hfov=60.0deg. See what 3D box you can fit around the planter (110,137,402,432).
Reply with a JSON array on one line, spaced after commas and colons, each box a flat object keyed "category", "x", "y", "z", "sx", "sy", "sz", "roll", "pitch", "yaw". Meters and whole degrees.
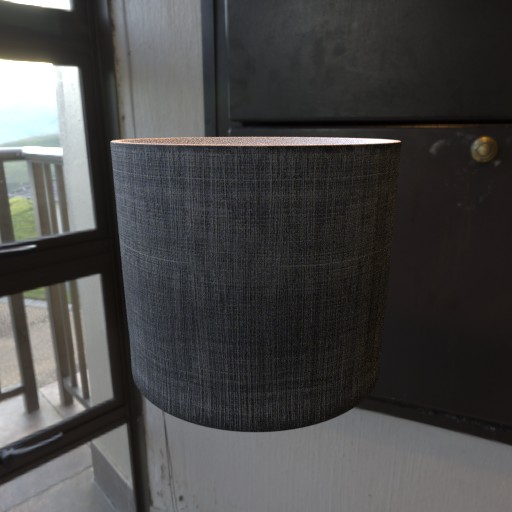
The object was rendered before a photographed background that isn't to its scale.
[{"category": "planter", "x": 0.000, "y": 0.000, "z": 0.436, "sx": 0.254, "sy": 0.221, "sz": 0.254, "roll": 0, "pitch": 16, "yaw": 0}]
